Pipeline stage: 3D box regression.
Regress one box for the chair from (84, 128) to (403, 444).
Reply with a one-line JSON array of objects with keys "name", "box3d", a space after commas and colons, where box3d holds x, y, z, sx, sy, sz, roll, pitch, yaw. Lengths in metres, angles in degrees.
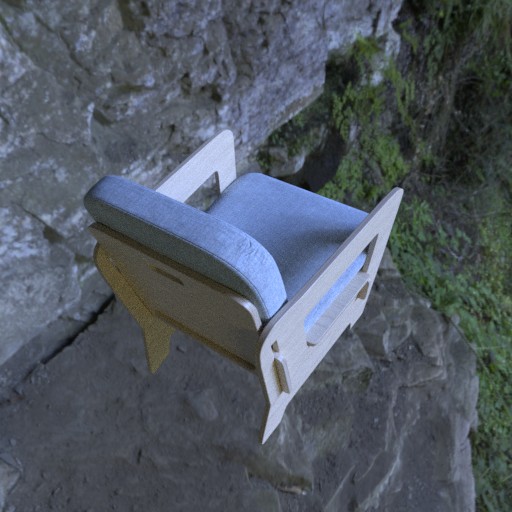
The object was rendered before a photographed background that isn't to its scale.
[{"name": "chair", "box3d": [0.000, 0.000, 1.266, 0.590, 0.800, 0.710, 25, 50, 22]}]
